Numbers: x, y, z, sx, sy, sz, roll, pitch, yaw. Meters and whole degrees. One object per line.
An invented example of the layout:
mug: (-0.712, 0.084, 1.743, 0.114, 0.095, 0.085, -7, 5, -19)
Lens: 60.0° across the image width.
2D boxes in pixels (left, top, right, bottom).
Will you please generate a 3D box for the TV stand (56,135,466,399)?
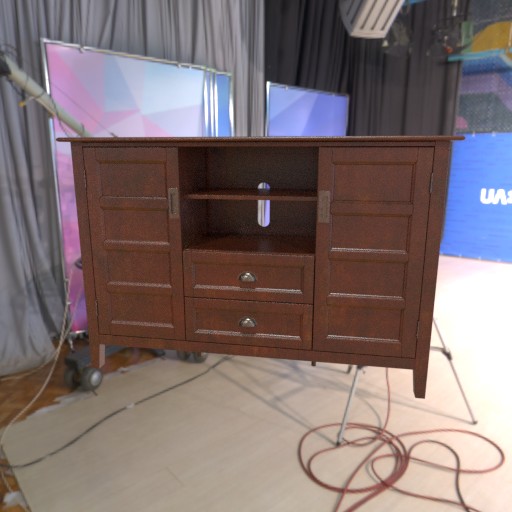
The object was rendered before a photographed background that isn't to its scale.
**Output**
TV stand: (0.000, 0.000, 1.779, 1.372, 0.915, 0.445, 2, 14, 10)
